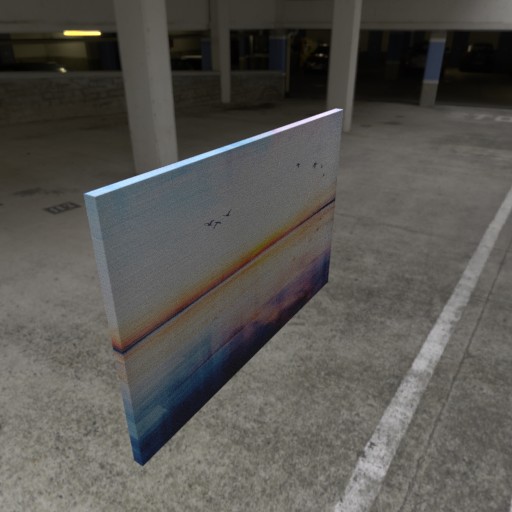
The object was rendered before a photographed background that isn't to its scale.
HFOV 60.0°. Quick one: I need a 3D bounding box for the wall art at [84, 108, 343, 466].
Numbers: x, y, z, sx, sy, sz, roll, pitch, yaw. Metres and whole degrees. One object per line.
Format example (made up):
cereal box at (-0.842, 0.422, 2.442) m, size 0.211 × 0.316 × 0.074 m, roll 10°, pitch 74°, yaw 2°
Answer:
wall art at (0.000, 0.000, 0.759) m, size 0.018 × 0.402 × 0.604 m, roll 17°, pitch 32°, yaw 29°
